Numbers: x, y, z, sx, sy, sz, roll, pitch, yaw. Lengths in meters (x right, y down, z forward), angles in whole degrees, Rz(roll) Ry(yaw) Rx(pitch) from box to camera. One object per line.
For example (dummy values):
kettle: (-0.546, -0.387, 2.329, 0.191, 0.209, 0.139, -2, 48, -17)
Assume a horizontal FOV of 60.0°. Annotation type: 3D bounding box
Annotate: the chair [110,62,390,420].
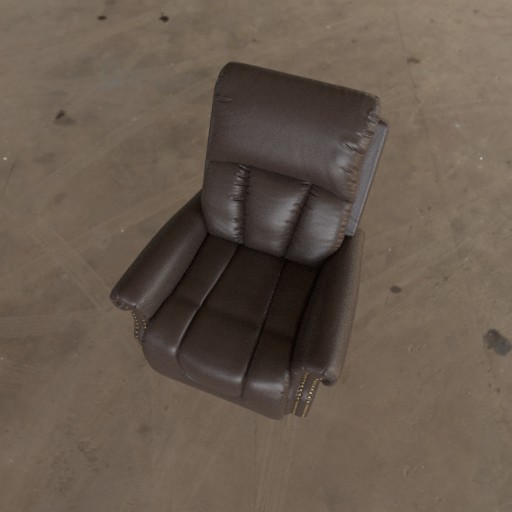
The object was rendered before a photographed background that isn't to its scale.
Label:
chair: (0.000, 0.000, 1.736, 0.869, 1.028, 0.978, 18, 59, 11)
